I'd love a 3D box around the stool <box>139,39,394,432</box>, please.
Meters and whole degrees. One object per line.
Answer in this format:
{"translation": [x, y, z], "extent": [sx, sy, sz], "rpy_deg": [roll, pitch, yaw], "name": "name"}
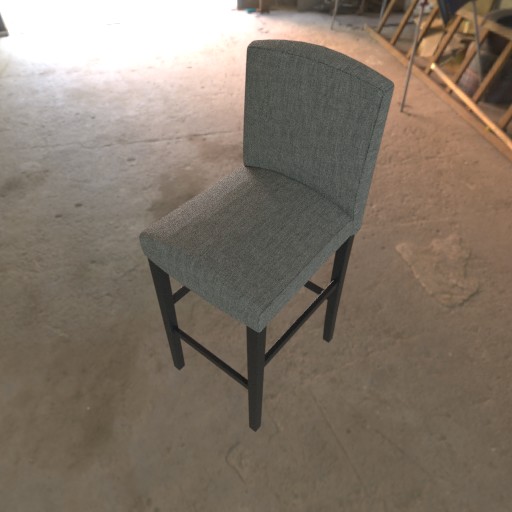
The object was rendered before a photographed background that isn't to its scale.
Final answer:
{"translation": [0.000, 0.000, 1.408], "extent": [0.451, 1.138, 0.552], "rpy_deg": [30, 53, 26], "name": "stool"}
